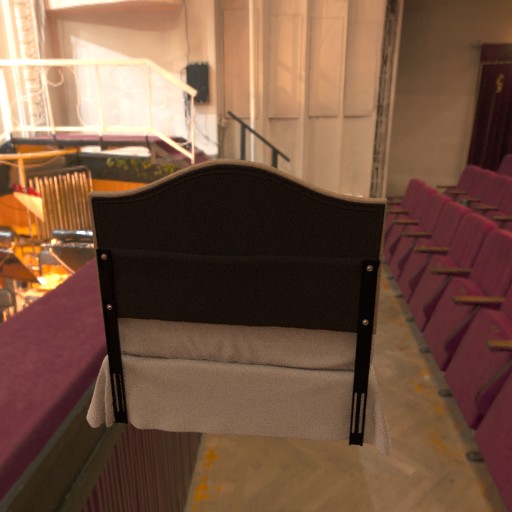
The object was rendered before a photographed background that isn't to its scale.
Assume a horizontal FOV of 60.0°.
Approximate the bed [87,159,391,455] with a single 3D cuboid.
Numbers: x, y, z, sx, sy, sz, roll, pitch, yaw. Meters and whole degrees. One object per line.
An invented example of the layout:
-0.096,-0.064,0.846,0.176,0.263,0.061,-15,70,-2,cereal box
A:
0.000,0.000,3.444,1.876,1.645,2.221,2,17,7,bed
